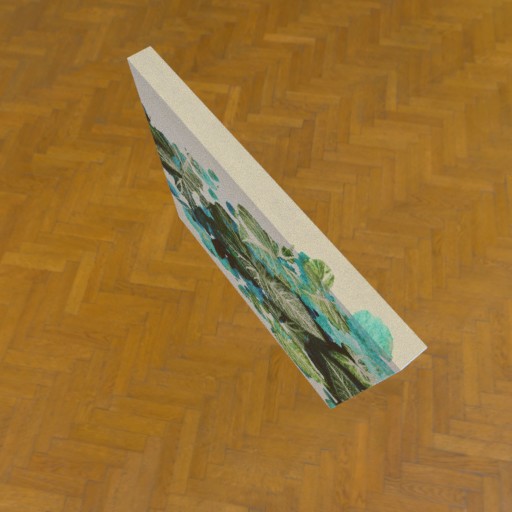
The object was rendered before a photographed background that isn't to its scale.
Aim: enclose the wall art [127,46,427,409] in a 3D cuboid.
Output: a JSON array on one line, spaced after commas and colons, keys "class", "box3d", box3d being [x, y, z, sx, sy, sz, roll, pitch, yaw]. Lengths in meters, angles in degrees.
[{"class": "wall art", "box3d": [0.000, 0.000, 0.706, 0.041, 0.435, 0.507, -35, 71, -14]}]
